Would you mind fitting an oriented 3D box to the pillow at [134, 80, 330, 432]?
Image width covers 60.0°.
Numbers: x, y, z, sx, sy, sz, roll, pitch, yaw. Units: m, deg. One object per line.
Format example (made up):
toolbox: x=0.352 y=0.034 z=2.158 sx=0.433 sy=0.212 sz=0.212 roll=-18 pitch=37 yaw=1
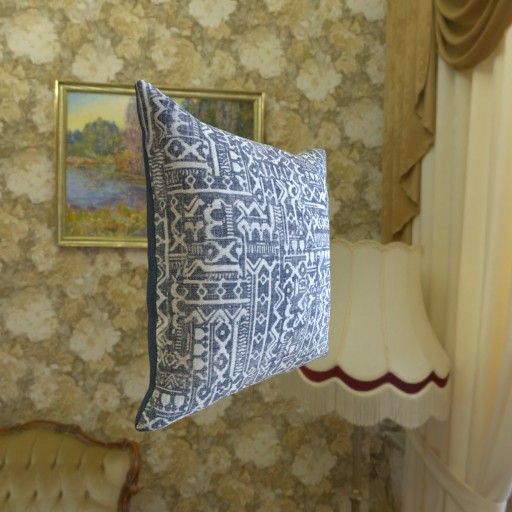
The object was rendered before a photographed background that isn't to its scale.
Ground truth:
pillow: x=0.000 y=0.000 z=0.817 sx=0.180 sy=0.487 sz=0.546 roll=1 pitch=1 yaw=36
